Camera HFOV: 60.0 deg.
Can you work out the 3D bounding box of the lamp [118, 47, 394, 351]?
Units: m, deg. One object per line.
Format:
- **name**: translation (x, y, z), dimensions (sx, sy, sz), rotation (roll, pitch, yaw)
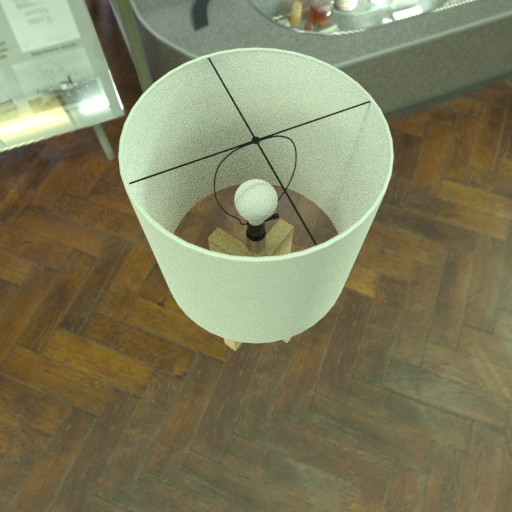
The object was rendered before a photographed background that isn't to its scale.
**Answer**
- **lamp**: translation (0.000, 0.000, 0.560), dimensions (0.229, 0.428, 0.229), rotation (33, 67, 16)
